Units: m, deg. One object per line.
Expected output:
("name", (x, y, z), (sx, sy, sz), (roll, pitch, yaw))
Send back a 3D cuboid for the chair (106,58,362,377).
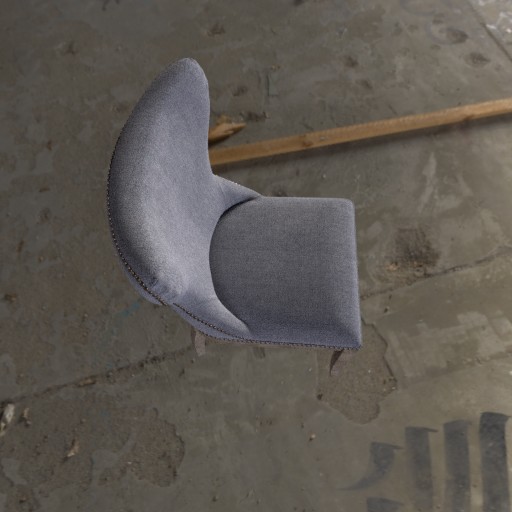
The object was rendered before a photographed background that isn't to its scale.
("chair", (0.000, 0.000, 1.425), (0.681, 1.002, 0.654), (3, 63, 1))
